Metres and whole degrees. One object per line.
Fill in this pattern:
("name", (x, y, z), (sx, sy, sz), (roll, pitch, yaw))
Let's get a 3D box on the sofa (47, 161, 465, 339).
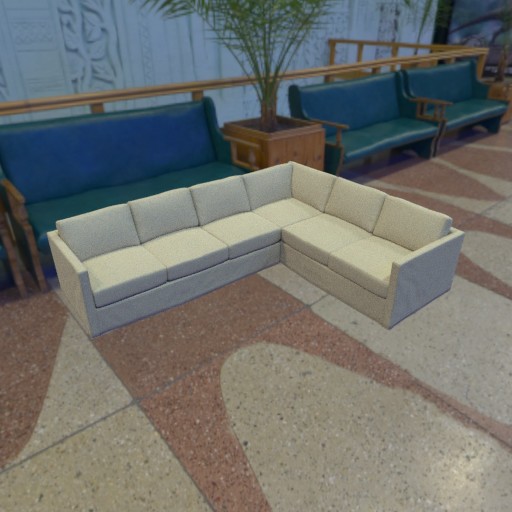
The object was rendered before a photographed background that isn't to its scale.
("sofa", (0.000, 0.000, 4.322), (3.182, 0.871, 2.432), (-21, 35, -32))
